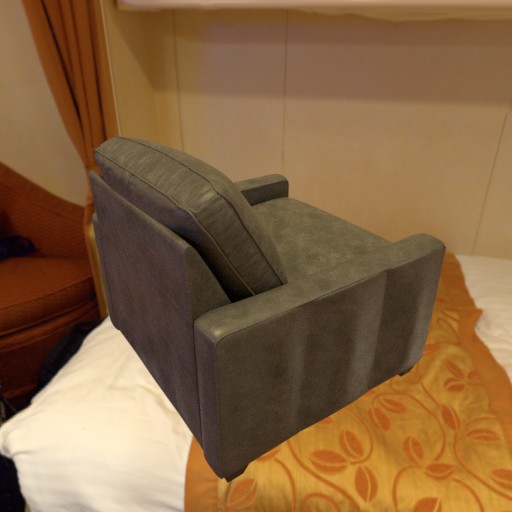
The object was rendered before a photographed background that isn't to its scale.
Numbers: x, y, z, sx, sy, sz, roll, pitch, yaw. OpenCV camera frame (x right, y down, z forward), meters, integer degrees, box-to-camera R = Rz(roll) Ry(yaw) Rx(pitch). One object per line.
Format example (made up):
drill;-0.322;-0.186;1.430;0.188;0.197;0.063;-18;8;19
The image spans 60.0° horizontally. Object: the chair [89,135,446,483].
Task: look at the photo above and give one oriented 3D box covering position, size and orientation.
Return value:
chair;0.000;0.000;1.697;0.939;0.916;1.006;-18;33;-30
